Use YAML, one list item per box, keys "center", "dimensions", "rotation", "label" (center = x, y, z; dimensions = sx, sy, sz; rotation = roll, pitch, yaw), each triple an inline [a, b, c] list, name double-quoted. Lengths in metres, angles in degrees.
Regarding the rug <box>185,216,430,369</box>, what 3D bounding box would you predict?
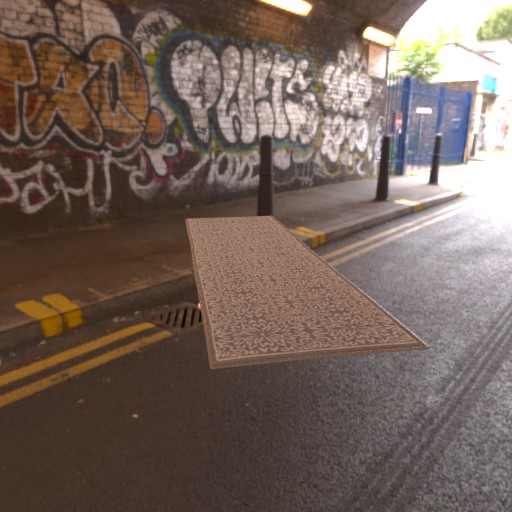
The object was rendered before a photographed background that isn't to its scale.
- center: [0.000, 0.000, 2.310]
  dimensions: [0.662, 0.011, 2.196]
  rotation: [-3, 16, -10]
  label: "rug"
